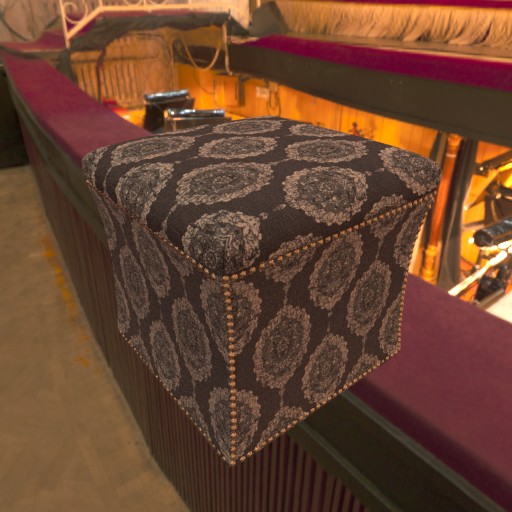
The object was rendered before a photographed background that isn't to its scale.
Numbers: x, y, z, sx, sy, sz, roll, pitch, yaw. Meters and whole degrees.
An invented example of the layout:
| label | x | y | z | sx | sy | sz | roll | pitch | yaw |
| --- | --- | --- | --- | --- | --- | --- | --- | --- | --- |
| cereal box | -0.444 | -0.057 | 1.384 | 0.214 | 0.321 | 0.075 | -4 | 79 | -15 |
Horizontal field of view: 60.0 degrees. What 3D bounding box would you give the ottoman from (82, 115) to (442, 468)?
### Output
| label | x | y | z | sx | sy | sz | roll | pitch | yaw |
| --- | --- | --- | --- | --- | --- | --- | --- | --- | --- |
| ottoman | 0.000 | 0.000 | 0.920 | 0.507 | 0.475 | 0.497 | -21 | 36 | -33 |
